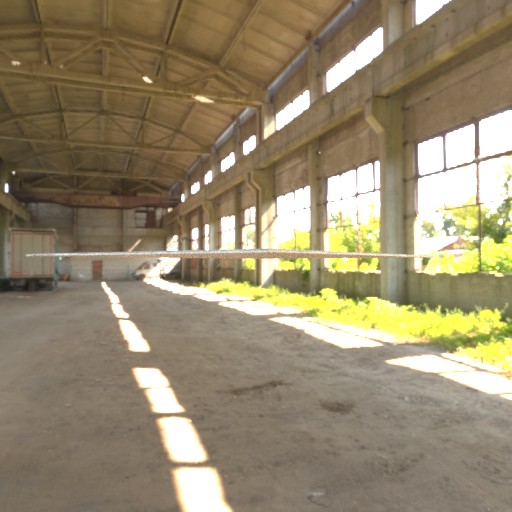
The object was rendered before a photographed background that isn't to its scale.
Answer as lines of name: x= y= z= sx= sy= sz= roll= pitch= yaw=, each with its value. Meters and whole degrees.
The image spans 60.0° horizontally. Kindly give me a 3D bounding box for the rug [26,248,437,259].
rug: x=0.000 y=0.000 z=4.106 sx=2.420 sy=0.019 sz=3.038 roll=-1 pitch=-1 yaw=37
